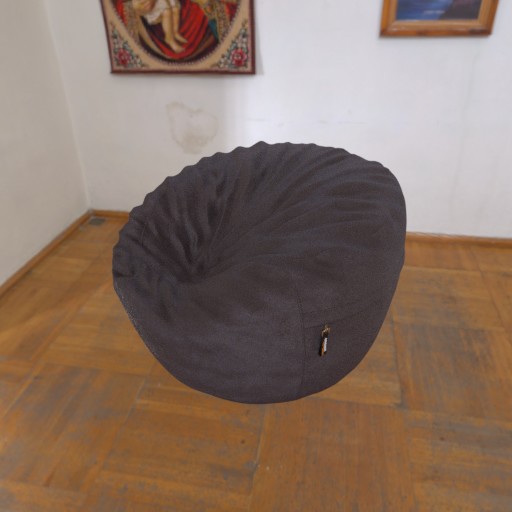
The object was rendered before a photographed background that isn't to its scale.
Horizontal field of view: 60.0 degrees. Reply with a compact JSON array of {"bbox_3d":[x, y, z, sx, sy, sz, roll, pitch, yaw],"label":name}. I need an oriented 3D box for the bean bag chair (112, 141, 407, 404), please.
[{"bbox_3d":[0.000,0.000,2.014,1.245,0.821,1.245,0,32,0],"label":"bean bag chair"}]
